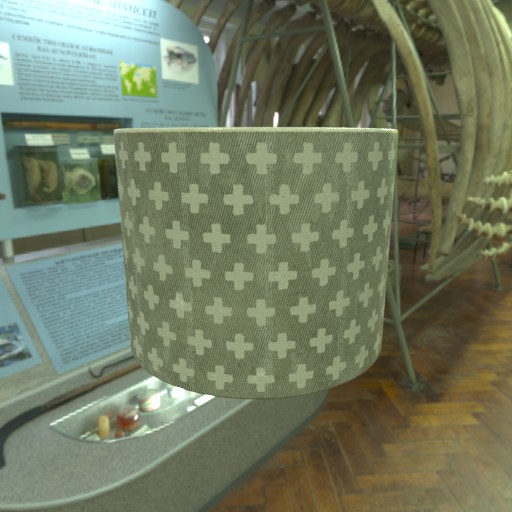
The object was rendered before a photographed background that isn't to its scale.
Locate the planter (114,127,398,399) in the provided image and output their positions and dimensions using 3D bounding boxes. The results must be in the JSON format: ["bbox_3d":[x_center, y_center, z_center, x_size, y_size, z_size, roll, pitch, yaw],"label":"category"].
[{"bbox_3d":[0.000,0.000,0.332,0.190,0.181,0.190,0,15,0],"label":"planter"}]
